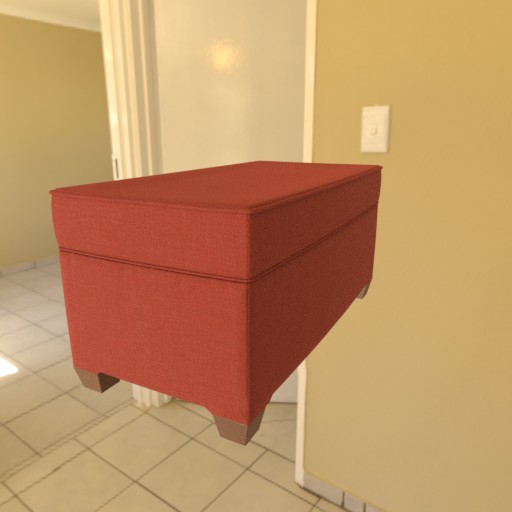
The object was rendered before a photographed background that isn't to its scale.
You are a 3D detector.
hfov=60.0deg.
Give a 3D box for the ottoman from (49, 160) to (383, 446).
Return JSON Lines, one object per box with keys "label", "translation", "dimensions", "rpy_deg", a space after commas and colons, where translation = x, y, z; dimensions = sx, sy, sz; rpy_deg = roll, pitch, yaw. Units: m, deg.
{"label": "ottoman", "translation": [0.000, 0.000, 1.239], "dimensions": [0.497, 0.454, 0.948], "rpy_deg": [8, 18, 27]}
